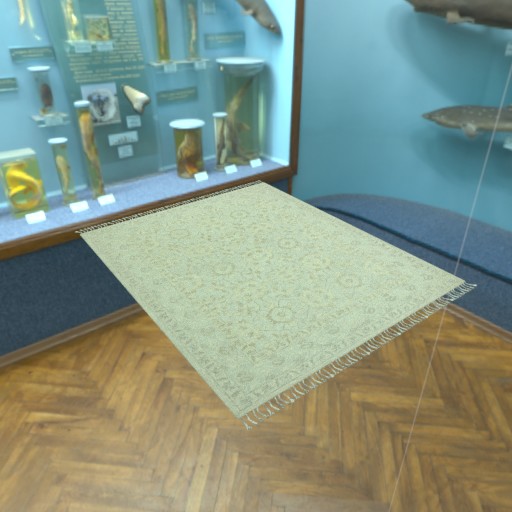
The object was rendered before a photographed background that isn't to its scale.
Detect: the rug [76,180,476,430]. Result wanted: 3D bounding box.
[{"bbox_3d":[0.000,0.000,4.179,2.444,0.013,3.043,-21,37,-31],"label":"rug"}]
